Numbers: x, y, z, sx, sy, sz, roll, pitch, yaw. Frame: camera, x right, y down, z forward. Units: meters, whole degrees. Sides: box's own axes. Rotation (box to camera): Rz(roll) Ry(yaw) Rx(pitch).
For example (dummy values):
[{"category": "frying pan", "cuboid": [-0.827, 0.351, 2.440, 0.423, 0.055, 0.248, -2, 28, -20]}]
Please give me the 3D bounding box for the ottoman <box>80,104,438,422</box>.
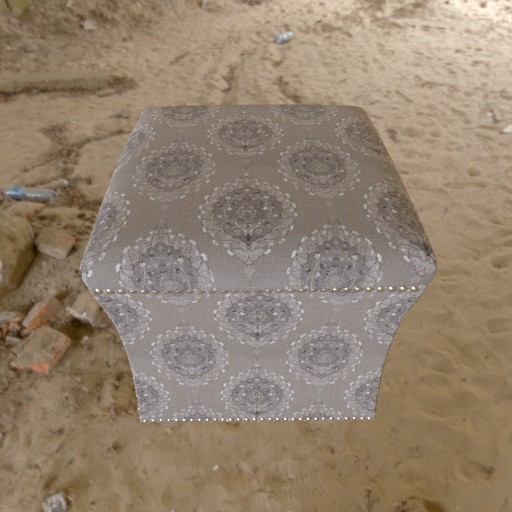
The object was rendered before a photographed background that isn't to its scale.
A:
[{"category": "ottoman", "cuboid": [0.000, 0.000, 0.893, 0.497, 0.473, 0.507, 0, 42, 0]}]
